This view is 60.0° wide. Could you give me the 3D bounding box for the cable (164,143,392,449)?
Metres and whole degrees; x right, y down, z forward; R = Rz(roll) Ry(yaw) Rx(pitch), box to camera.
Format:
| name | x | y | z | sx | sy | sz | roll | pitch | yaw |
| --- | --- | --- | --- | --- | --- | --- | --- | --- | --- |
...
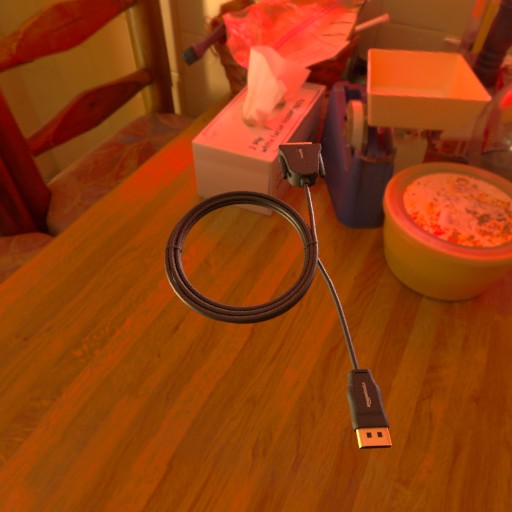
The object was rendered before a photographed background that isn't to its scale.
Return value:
| name | x | y | z | sx | sy | sz | roll | pitch | yaw |
| --- | --- | --- | --- | --- | --- | --- | --- | --- | --- |
| cable | 0.000 | 0.000 | 0.330 | 0.136 | 0.015 | 0.281 | -2 | 47 | -2 |
